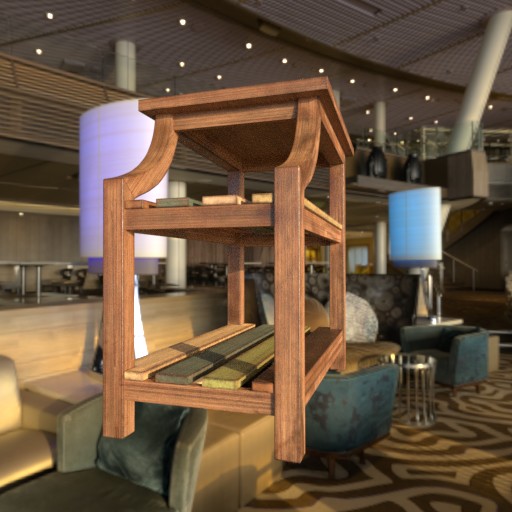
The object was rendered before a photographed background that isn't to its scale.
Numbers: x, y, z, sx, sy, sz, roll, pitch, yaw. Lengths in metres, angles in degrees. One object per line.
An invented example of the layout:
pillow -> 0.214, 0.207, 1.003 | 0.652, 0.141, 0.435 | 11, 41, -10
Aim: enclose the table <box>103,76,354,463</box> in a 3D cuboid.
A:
table -> 0.000, 0.000, 0.941 | 0.356, 0.584, 0.609 | 0, -1, 17
